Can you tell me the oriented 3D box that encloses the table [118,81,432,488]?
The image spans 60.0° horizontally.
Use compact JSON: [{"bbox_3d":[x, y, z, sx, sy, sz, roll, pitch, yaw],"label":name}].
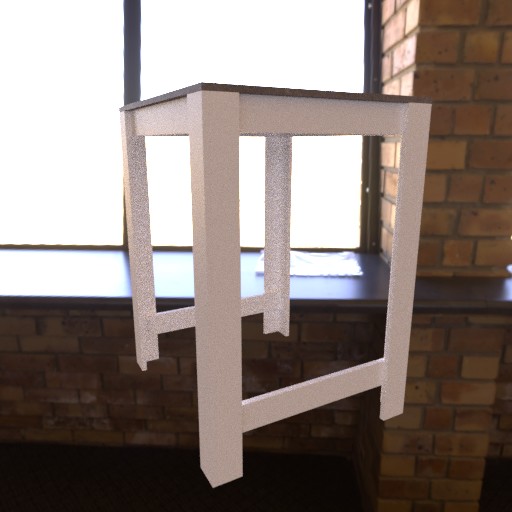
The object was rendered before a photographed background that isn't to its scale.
[{"bbox_3d":[0.000,0.000,1.558,0.700,1.020,0.800,-8,16,-28],"label":"table"}]
